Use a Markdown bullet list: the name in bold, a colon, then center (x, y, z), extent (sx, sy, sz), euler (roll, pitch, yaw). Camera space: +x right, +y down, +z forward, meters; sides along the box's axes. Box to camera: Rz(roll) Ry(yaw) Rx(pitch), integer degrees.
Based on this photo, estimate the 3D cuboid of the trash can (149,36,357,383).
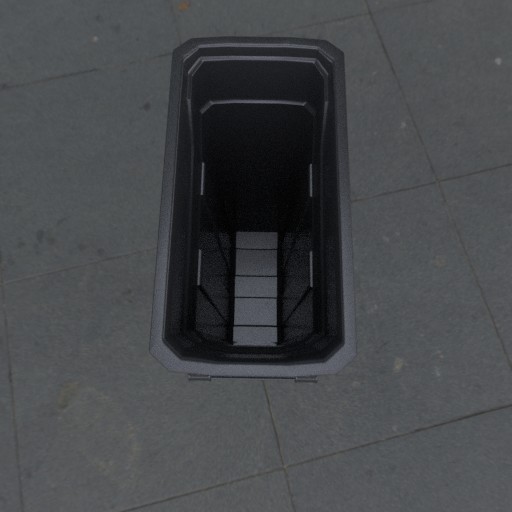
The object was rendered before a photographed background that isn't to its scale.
- **trash can**: center (0.000, 0.000, 1.027), extent (0.281, 0.762, 0.559), euler (1, 75, 0)
